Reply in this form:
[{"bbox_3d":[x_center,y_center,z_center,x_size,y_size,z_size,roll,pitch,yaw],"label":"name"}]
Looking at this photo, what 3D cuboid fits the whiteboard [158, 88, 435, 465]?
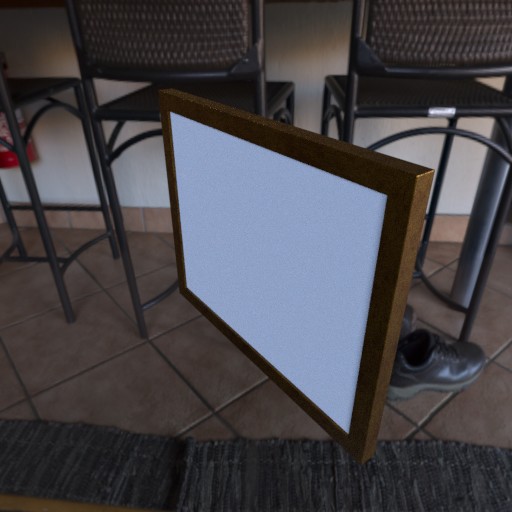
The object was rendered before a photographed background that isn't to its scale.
[{"bbox_3d":[0.000,0.000,0.750,0.029,0.457,0.561,-21,37,-31],"label":"whiteboard"}]
